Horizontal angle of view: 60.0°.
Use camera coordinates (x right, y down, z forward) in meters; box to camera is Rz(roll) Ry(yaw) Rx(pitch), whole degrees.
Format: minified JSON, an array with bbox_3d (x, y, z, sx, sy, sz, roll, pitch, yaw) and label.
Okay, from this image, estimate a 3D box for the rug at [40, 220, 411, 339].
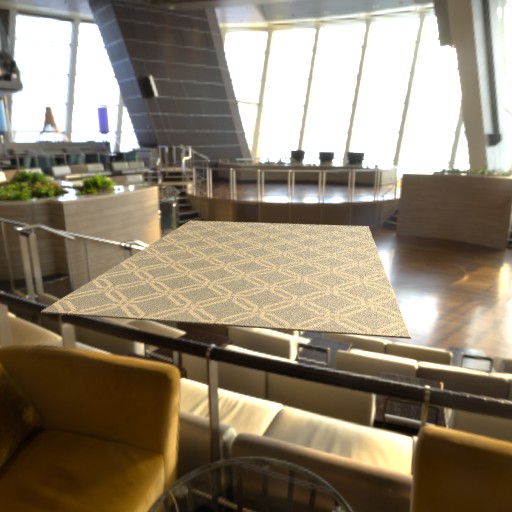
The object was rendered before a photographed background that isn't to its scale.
[{"bbox_3d":[0.000,0.000,4.437,2.438,0.013,3.353,3,16,9],"label":"rug"}]
